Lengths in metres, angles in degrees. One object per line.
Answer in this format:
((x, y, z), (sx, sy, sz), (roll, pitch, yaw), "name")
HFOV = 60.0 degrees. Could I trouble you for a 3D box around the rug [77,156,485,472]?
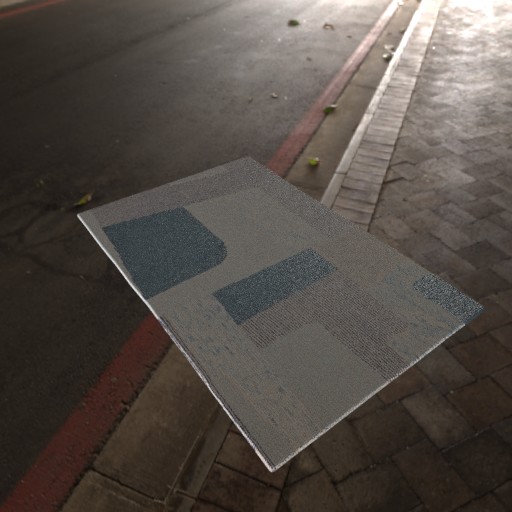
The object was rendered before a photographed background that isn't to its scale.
((0.000, 0.000, 2.301), (1.238, 0.020, 1.847), (-25, 46, -27), "rug")
